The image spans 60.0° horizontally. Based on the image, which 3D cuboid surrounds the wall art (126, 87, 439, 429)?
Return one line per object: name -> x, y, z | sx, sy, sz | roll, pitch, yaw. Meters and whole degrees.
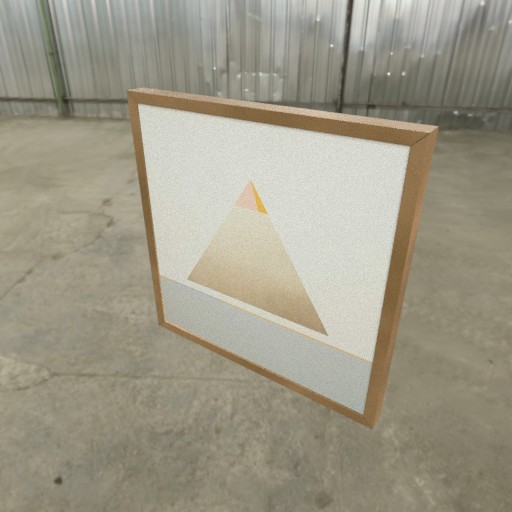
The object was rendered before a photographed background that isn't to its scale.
wall art -> 0.000, 0.000, 0.779 | 0.513, 0.511, 0.038 | 18, 35, 29
